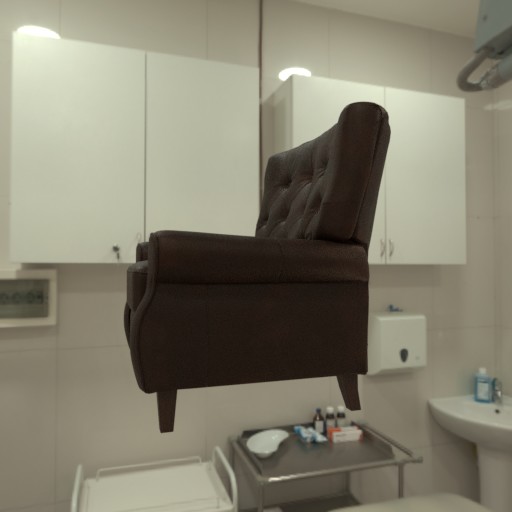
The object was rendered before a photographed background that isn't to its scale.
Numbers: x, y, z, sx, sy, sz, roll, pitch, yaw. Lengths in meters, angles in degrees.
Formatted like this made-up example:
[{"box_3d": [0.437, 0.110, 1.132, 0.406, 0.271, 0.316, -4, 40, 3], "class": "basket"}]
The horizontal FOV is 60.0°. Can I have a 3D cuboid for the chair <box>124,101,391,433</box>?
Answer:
[{"box_3d": [0.000, 0.000, 1.888, 1.058, 1.158, 0.948, 0, -1, -18], "class": "chair"}]
